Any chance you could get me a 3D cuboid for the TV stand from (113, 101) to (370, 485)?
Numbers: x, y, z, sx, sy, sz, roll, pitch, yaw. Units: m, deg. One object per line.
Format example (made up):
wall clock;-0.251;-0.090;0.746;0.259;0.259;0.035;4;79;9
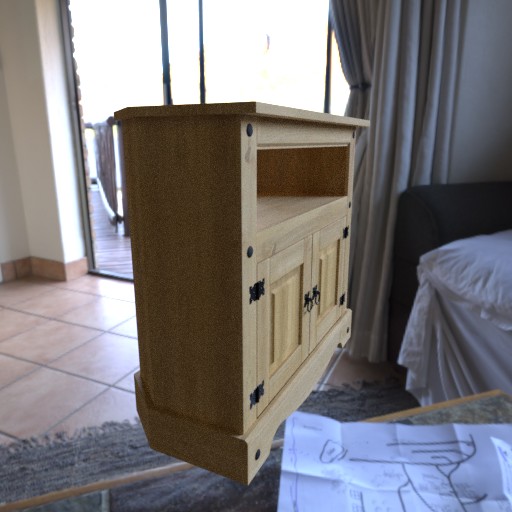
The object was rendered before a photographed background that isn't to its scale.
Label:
TV stand;0.000;0.000;1.297;0.425;0.781;0.851;7;16;26
